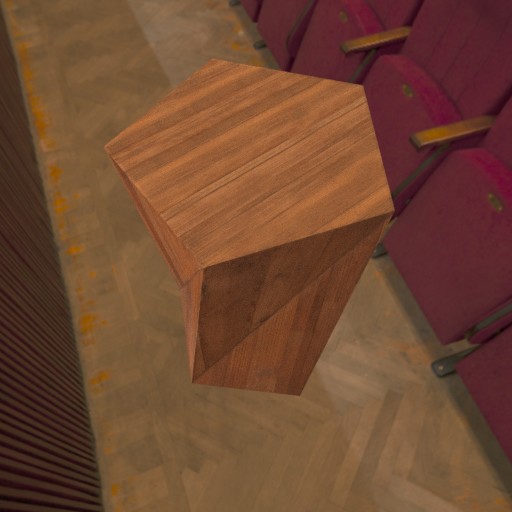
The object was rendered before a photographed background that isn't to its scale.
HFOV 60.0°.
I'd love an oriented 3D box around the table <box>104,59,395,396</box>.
[{"bbox_3d":[0.000,0.000,0.900,0.425,0.604,0.441,-15,58,-10],"label":"table"}]
